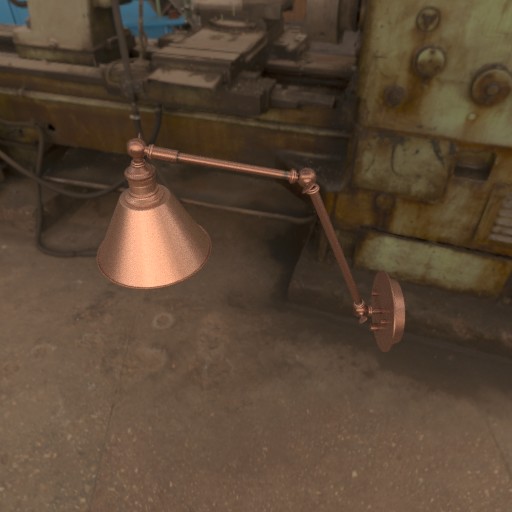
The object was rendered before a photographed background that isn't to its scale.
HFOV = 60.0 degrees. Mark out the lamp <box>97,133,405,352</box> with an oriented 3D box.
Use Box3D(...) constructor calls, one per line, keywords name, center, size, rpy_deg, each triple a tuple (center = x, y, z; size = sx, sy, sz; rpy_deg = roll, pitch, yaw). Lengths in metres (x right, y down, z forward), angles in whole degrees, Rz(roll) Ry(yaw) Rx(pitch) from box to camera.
Box3D(name="lamp", center=(0.000, 0.000, 0.892), size=(0.624, 0.502, 0.223), rpy_deg=(0, 41, 0))
